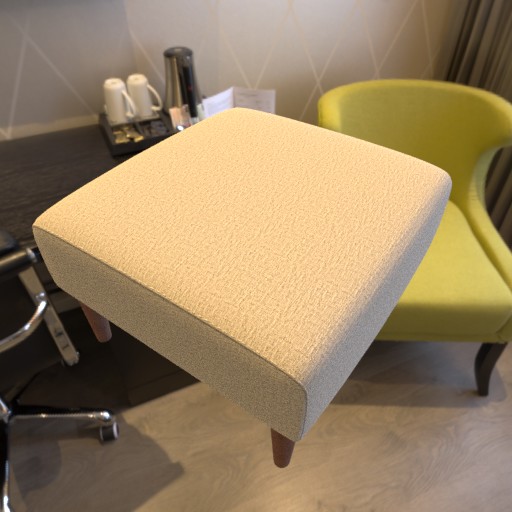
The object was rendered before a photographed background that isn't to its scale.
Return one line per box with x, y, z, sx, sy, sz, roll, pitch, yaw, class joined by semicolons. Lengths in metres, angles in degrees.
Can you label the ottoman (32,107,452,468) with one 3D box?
0.000;0.000;1.011;0.649;0.398;0.650;25;48;26;ottoman
